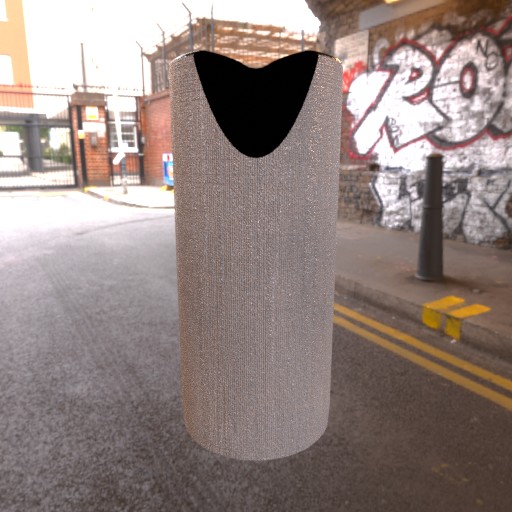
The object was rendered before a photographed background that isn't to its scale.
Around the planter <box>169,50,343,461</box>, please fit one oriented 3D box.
[{"bbox_3d":[0.000,0.000,0.128,0.045,0.103,0.045,2,13,8],"label":"planter"}]
